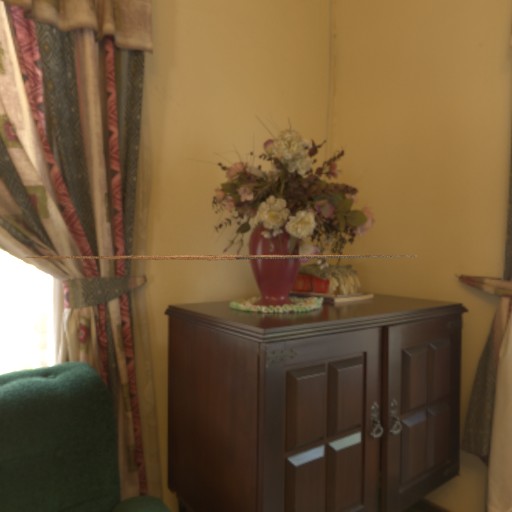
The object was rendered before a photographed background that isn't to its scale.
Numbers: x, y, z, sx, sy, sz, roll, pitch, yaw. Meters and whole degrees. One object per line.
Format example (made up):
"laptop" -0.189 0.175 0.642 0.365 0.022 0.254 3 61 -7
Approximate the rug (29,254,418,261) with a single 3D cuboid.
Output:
"rug" 0.000 0.000 1.903 0.920 0.013 1.541 0 0 37
